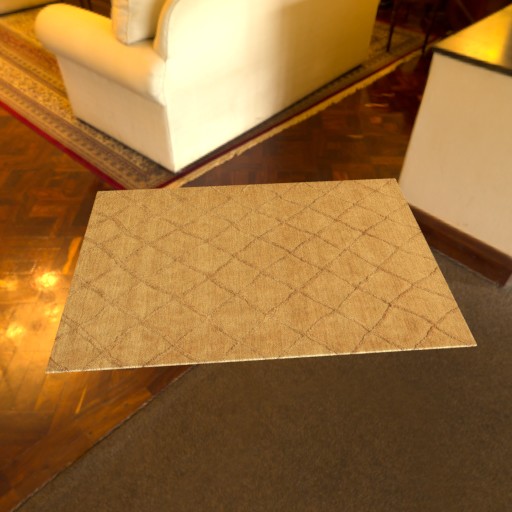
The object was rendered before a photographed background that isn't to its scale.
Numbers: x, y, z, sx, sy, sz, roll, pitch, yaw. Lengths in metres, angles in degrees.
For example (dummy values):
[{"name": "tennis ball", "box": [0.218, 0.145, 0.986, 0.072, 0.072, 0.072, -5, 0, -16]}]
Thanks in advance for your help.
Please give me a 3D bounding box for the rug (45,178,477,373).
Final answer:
[{"name": "rug", "box": [0.000, 0.000, 2.879, 2.292, 0.014, 1.528, -3, 46, -3]}]
